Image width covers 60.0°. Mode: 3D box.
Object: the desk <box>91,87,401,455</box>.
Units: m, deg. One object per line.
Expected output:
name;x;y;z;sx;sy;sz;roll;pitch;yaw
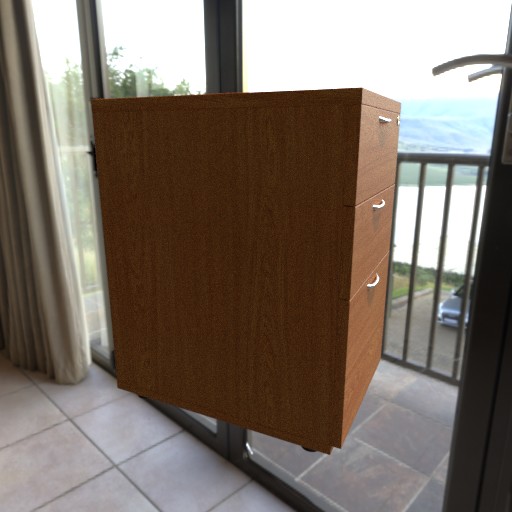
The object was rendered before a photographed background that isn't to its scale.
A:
desk;0.000;0.000;1.103;0.600;0.730;0.404;7;17;25
